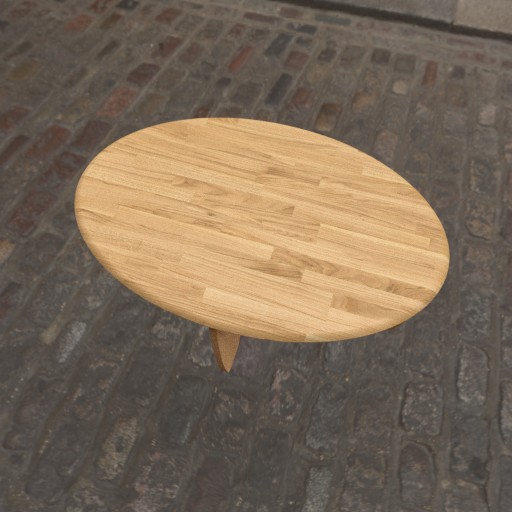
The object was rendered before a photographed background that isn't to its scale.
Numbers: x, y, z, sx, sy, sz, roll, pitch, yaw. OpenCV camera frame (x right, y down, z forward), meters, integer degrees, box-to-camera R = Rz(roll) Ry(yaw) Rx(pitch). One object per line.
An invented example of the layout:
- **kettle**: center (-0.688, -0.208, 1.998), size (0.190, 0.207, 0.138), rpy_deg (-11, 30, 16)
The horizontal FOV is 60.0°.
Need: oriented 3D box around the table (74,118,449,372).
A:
- **table**: center (0.000, 0.000, 1.403), size (1.040, 0.490, 0.690), rpy_deg (15, 61, 9)
